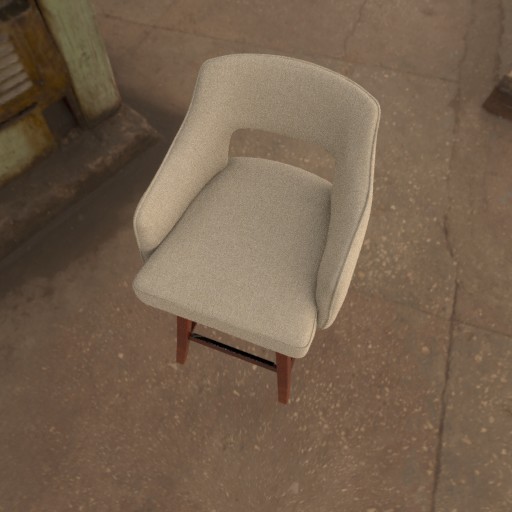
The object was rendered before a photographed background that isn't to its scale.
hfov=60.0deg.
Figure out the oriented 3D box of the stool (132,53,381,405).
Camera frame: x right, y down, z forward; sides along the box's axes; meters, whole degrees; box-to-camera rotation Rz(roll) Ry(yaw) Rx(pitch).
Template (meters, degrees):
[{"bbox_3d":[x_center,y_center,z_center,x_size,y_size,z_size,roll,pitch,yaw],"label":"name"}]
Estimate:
[{"bbox_3d":[0.000,0.000,1.298,0.550,0.936,0.560,18,60,11],"label":"stool"}]
